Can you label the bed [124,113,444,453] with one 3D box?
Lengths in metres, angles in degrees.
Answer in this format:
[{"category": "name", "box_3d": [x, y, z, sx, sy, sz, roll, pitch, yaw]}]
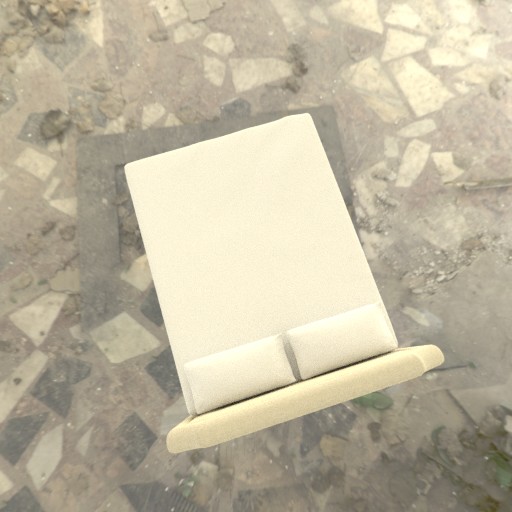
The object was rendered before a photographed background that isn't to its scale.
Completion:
[{"category": "bed", "box_3d": [0.000, 0.000, 3.207, 1.693, 1.290, 2.116, -17, 77, -4]}]
